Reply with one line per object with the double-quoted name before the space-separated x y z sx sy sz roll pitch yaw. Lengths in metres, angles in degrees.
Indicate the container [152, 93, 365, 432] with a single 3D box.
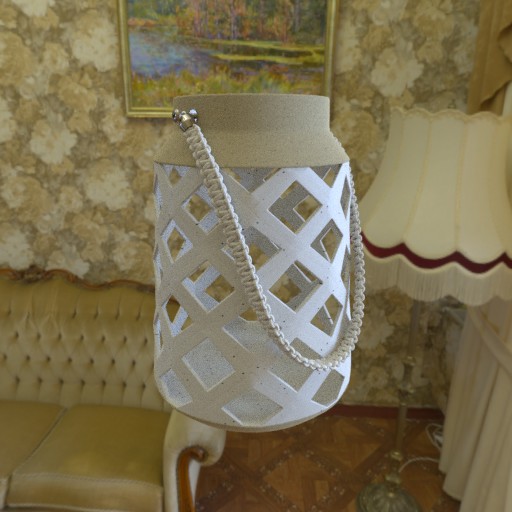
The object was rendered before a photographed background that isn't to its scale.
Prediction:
"container" 0.000 0.000 0.341 0.172 0.229 0.163 16 23 43
